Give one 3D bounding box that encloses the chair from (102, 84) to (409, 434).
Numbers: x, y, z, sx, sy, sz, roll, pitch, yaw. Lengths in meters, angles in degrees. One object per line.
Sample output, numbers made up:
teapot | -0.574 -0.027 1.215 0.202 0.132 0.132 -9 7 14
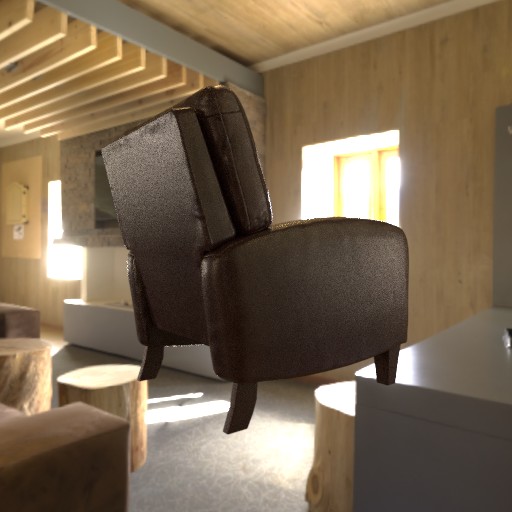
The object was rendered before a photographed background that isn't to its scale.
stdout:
chair | 0.000 0.000 1.706 0.990 0.990 0.762 -1 1 -37
